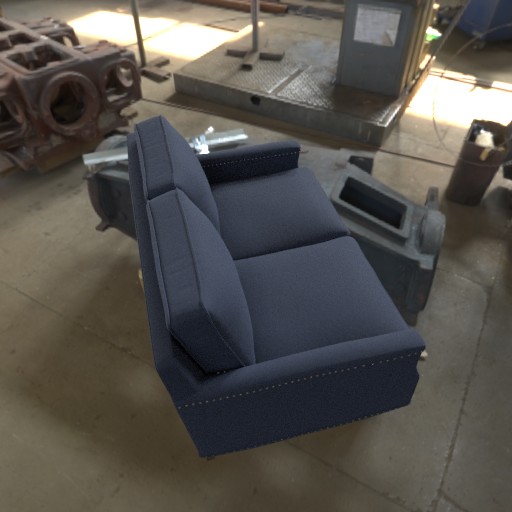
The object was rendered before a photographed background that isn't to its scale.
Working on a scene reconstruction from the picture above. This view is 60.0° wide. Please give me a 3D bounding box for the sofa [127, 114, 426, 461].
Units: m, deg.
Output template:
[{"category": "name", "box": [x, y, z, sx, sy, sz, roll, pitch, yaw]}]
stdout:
[{"category": "sofa", "box": [0.000, 0.000, 2.247, 1.084, 1.003, 1.597, -11, 46, -11]}]
